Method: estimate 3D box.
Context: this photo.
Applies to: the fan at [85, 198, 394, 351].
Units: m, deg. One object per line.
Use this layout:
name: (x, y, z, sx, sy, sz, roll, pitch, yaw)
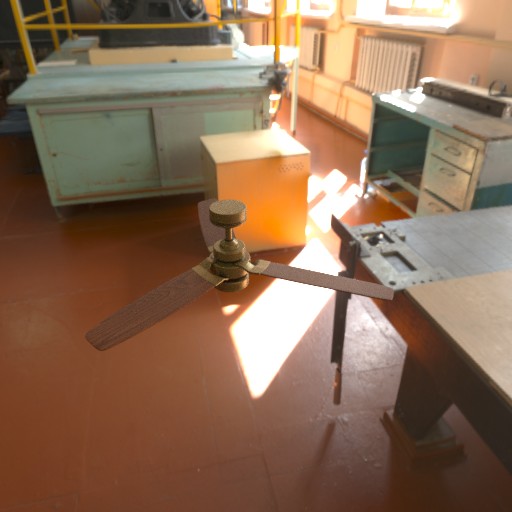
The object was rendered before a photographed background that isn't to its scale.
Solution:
fan: (0.000, 0.000, 2.078, 1.271, 0.425, 1.416, 11, 32, 18)
